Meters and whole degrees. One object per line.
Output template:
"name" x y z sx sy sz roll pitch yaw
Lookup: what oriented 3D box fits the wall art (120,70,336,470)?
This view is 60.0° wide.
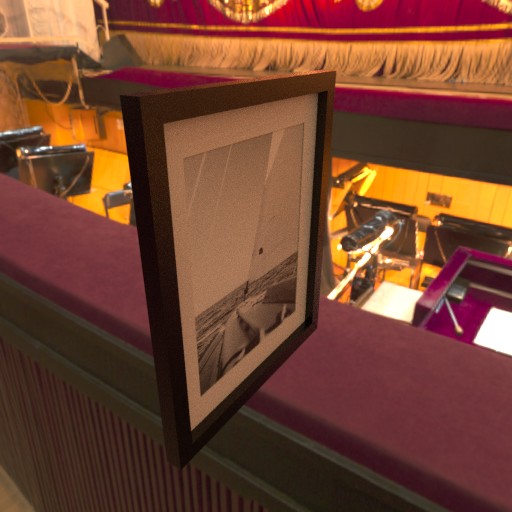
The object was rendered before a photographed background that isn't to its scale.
"wall art" 0.000 0.000 0.752 0.031 0.558 0.461 17 31 31
